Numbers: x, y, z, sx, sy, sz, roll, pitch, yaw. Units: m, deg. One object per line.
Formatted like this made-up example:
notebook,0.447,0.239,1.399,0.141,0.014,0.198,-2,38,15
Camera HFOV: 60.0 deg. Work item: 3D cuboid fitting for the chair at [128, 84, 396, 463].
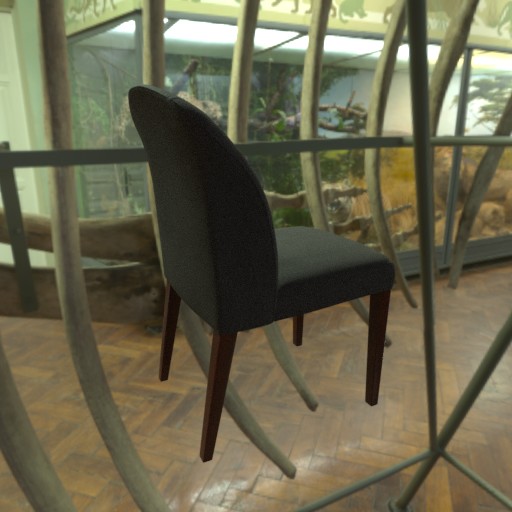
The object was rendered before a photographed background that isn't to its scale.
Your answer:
chair,0.000,0.000,1.251,0.619,0.879,0.506,-8,18,-25
